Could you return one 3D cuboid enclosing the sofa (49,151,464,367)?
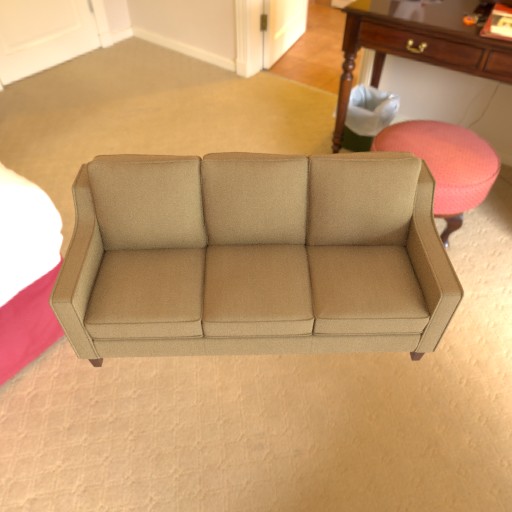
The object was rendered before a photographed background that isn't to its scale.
[{"bbox_3d":[0.000,0.000,2.517,1.986,0.974,0.911,-1,46,-1],"label":"sofa"}]
